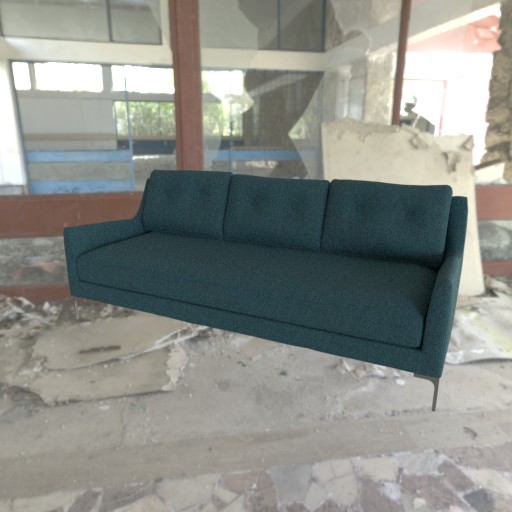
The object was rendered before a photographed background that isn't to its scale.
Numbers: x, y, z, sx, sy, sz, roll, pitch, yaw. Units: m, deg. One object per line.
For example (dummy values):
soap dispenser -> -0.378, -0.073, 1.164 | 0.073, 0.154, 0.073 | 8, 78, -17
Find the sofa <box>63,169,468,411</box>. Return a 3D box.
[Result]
sofa -> 0.000, 0.000, 2.450 | 2.060, 0.837, 0.849 | 8, 18, 25
